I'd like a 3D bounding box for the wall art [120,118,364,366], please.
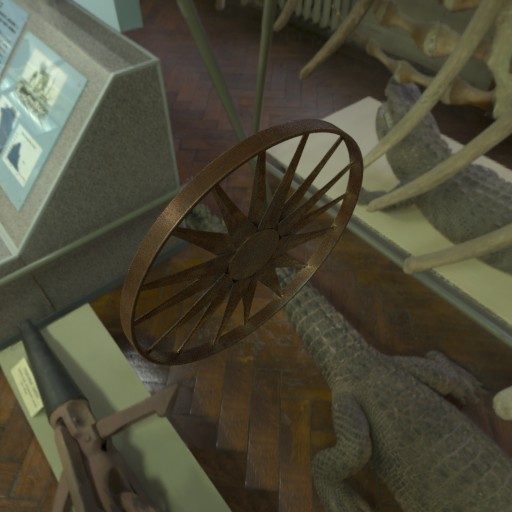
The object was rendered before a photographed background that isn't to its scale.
[{"bbox_3d":[0.000,0.000,0.895,0.582,0.583,0.084,-32,55,-25],"label":"wall art"}]
